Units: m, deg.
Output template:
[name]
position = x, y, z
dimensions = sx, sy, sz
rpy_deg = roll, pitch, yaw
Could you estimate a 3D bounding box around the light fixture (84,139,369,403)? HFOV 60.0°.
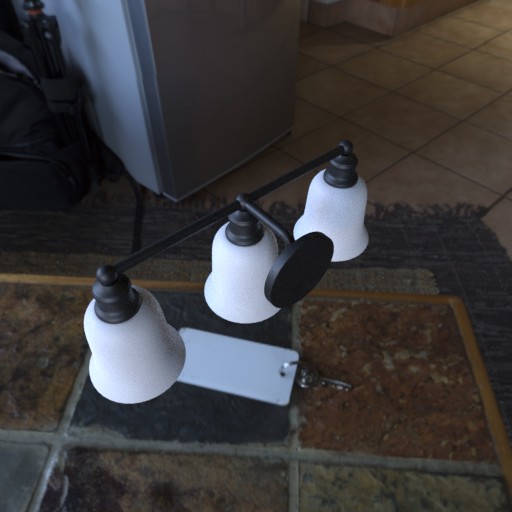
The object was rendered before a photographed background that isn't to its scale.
[light fixture]
position = 0.000, 0.000, 0.680
dimensions = 0.570, 0.211, 0.198
rpy_deg = -31, 54, -26
